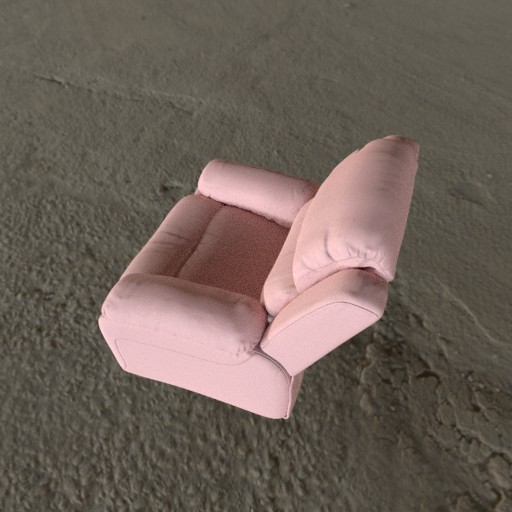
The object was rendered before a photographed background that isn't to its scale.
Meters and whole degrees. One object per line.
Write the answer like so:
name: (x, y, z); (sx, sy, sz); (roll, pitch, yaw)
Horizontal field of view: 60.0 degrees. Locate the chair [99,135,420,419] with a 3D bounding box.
chair: (0.000, 0.000, 1.246); (0.709, 0.702, 0.680); (15, 49, 14)
